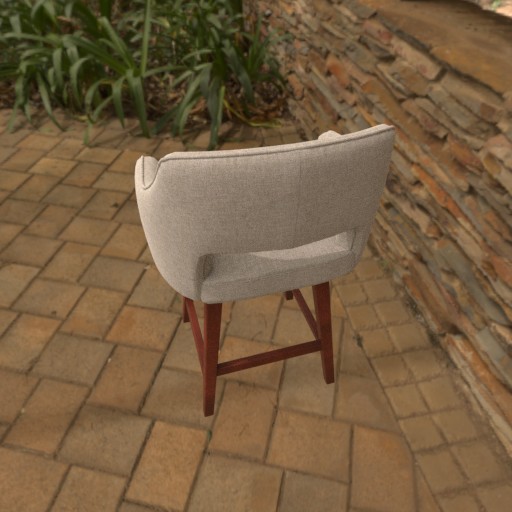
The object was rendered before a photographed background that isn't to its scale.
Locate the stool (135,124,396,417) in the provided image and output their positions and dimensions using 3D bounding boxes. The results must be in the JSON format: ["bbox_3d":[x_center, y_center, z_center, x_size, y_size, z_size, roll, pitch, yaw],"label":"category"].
[{"bbox_3d":[0.000,0.000,1.289,0.599,0.944,0.558,-11,42,-12],"label":"stool"}]
